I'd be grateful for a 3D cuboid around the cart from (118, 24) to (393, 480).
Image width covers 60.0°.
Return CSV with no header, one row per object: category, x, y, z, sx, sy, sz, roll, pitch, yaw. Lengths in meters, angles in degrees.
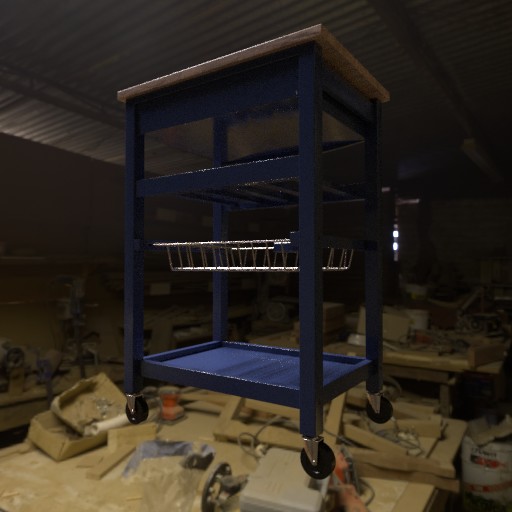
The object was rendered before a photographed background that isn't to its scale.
cart,0.000,0.000,1.128,0.584,0.839,0.403,-1,-1,34
